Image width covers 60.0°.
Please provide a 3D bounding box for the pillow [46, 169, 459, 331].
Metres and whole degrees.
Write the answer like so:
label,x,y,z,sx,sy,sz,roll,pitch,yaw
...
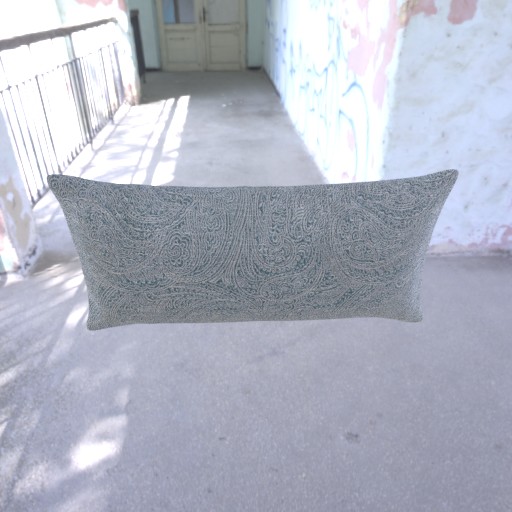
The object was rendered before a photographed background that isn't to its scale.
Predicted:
label,x,y,z,sx,sy,sz,roll,pitch,yaw
pillow,0.000,0.000,0.736,0.615,0.295,0.151,-1,31,-2
